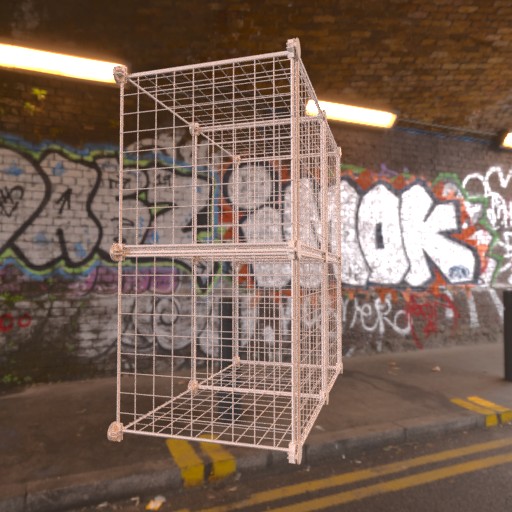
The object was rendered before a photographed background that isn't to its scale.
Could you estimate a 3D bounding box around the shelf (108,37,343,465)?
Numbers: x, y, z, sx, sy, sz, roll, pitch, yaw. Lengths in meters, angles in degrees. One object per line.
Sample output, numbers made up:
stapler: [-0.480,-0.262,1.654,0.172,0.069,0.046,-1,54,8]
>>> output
shelf: [0.000,0.000,1.116,0.356,0.711,0.711,-1,-2,17]
